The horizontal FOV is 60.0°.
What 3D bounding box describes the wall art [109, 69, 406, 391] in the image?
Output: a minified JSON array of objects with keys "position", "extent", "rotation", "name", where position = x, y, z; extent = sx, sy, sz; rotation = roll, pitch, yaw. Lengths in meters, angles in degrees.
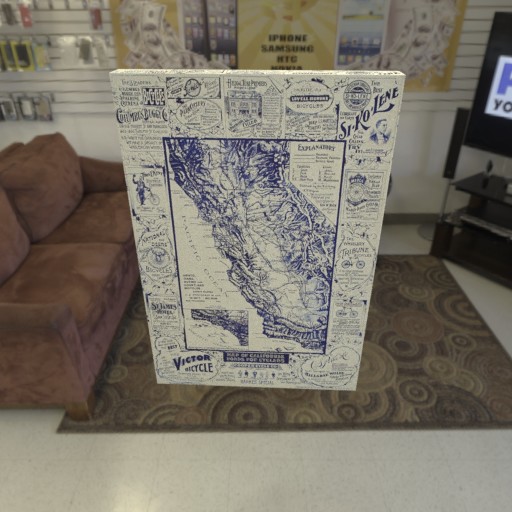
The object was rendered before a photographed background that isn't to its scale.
[{"position":[0.000,0.000,0.776],"extent":[0.408,0.601,0.040],"rotation":[1,30,2],"name":"wall art"}]
